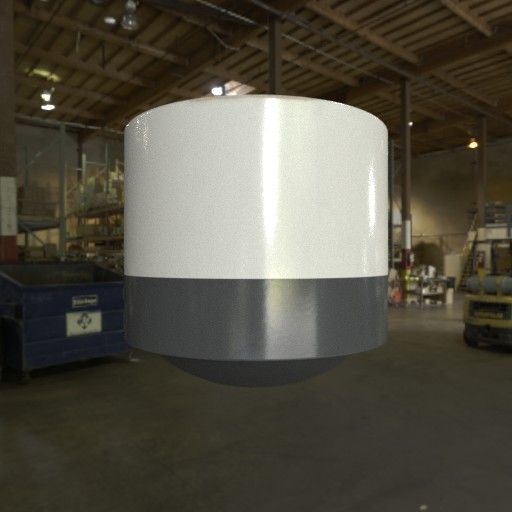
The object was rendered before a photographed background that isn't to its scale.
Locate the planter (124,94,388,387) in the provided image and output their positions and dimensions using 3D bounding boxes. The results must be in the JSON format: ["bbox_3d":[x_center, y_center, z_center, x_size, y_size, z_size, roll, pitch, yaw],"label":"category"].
[{"bbox_3d":[0.000,0.000,0.338,0.193,0.177,0.193,0,0,0],"label":"planter"}]
